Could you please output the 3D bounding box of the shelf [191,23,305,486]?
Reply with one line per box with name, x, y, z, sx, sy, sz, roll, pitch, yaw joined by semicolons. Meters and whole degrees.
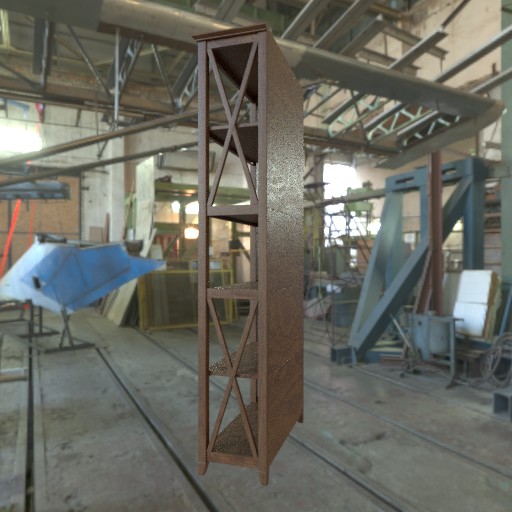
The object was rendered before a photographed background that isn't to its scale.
shelf;0.000;0.000;2.241;0.335;1.905;0.805;0;0;18
